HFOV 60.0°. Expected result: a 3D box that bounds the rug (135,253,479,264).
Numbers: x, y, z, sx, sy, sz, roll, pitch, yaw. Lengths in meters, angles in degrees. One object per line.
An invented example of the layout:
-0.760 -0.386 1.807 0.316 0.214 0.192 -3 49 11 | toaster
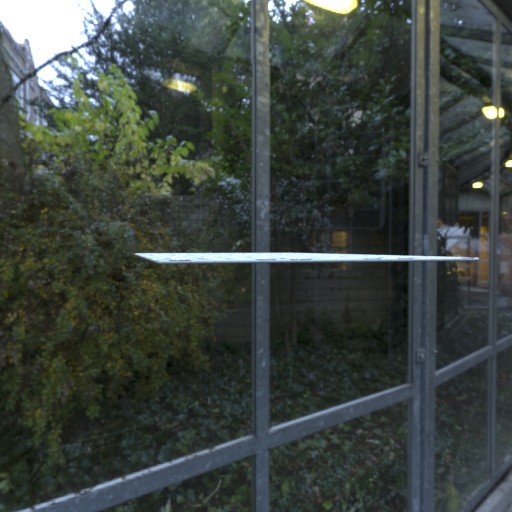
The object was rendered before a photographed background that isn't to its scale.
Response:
0.000 0.000 3.030 1.521 0.017 2.365 0 1 -17 | rug
